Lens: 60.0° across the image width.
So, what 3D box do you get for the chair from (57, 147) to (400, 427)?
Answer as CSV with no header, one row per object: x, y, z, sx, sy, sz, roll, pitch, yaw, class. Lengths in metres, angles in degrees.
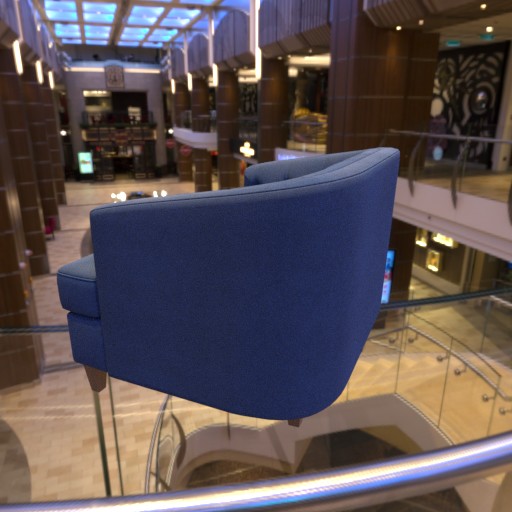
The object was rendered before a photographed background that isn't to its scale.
0.000,0.000,1.703,0.914,0.787,1.118,8,20,23,chair
